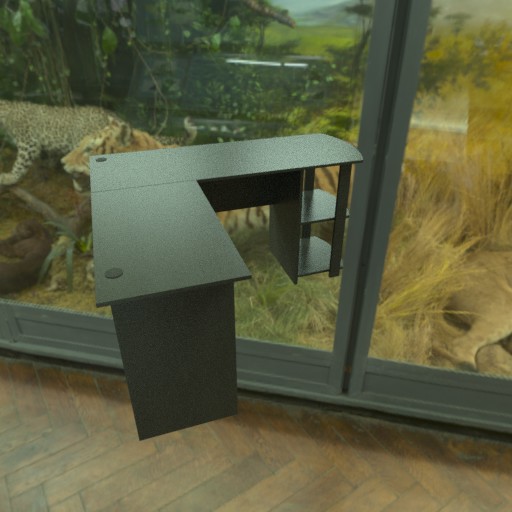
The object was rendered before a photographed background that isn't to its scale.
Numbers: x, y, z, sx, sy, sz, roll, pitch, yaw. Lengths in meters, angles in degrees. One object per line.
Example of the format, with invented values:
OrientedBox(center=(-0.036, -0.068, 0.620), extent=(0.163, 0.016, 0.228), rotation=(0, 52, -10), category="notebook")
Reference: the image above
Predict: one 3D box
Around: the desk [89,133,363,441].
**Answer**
OrientedBox(center=(0.000, 0.000, 2.109), extent=(1.361, 0.716, 1.303), rotation=(-10, 33, -16), category="desk")
